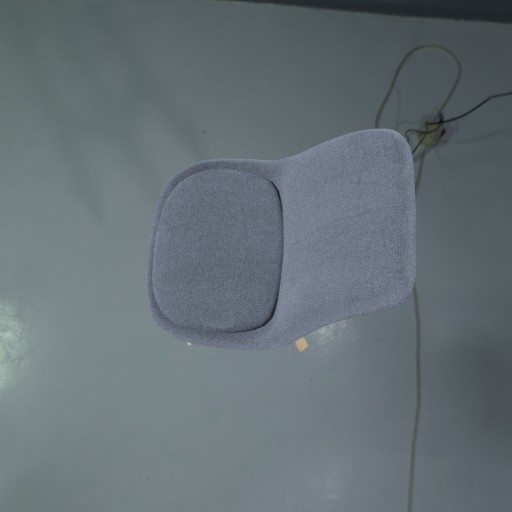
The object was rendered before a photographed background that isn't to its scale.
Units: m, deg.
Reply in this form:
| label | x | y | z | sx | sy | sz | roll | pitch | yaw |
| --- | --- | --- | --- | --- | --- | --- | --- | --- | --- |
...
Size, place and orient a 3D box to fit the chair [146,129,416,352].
| label | x | y | z | sx | sy | sz | roll | pitch | yaw |
| --- | --- | --- | --- | --- | --- | --- | --- | --- | --- |
| chair | 0.000 | 0.000 | 1.155 | 0.550 | 0.850 | 0.485 | 3 | 76 | 1 |
